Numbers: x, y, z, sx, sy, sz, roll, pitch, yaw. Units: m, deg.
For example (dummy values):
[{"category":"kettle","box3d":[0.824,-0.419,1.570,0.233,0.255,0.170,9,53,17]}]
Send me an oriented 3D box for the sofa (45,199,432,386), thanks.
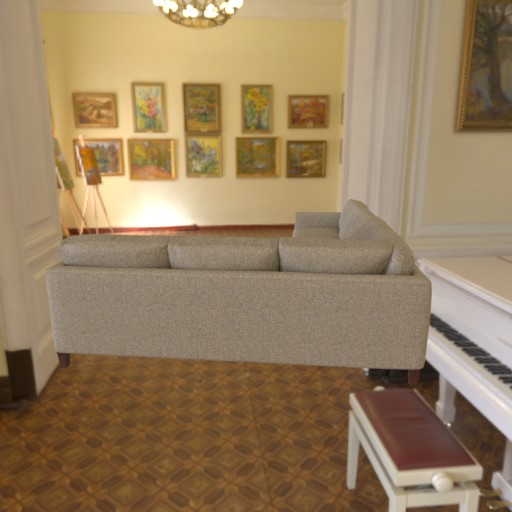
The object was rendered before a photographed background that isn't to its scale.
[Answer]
[{"category":"sofa","box3d":[0.000,0.000,4.500,2.593,0.947,3.302,1,13,6]}]
